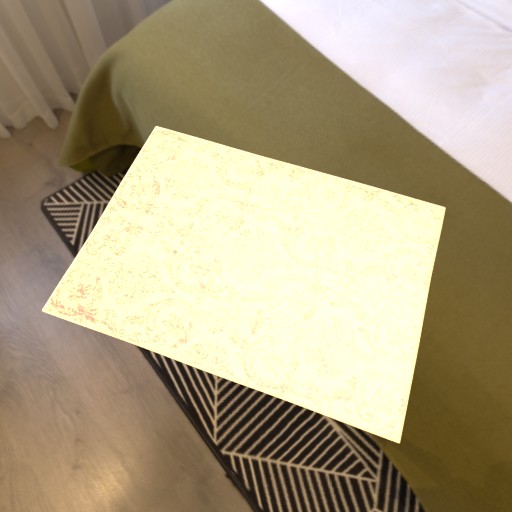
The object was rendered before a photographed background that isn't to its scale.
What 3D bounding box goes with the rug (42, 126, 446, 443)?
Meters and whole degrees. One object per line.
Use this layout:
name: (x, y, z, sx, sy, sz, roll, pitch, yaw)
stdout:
rug: (0.000, 0.000, 2.878, 2.202, 0.014, 1.598, 18, 64, 9)
